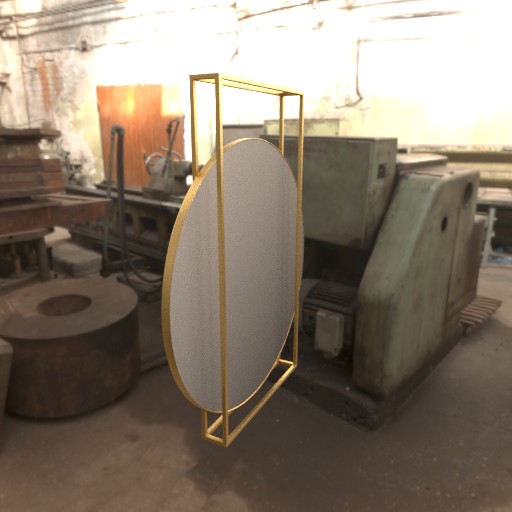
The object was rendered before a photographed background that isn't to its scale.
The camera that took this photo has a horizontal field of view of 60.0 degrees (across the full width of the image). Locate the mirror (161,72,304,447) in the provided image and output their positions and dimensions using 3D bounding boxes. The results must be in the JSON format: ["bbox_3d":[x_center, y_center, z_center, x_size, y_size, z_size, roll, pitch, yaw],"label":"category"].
[{"bbox_3d":[0.000,0.000,0.831,0.051,0.603,0.508,8,17,27],"label":"mirror"}]
